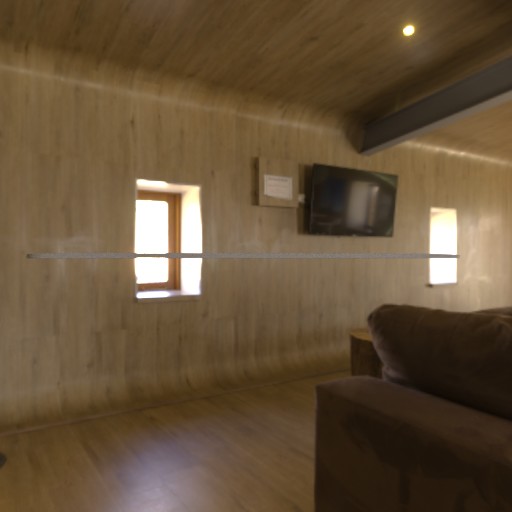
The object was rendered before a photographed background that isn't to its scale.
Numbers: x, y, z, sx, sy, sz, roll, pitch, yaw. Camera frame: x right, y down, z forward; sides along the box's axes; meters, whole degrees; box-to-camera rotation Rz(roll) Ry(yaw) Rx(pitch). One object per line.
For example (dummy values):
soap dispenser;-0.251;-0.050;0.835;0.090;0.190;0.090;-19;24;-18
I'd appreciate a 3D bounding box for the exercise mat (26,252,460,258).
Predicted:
exercise mat;0.000;0.000;2.111;1.884;0.021;0.616;0;0;-17
